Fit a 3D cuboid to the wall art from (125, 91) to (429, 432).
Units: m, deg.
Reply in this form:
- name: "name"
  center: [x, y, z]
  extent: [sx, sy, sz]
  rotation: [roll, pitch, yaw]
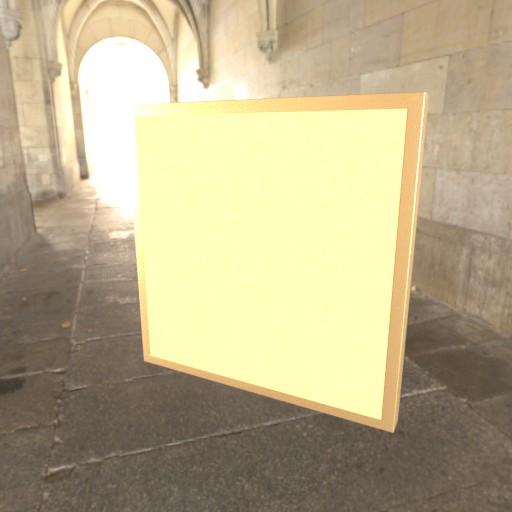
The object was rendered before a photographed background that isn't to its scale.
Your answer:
- name: "wall art"
  center: [0.000, 0.000, 0.458]
  extent: [0.305, 0.305, 0.023]
  rotation: [8, 17, 26]
